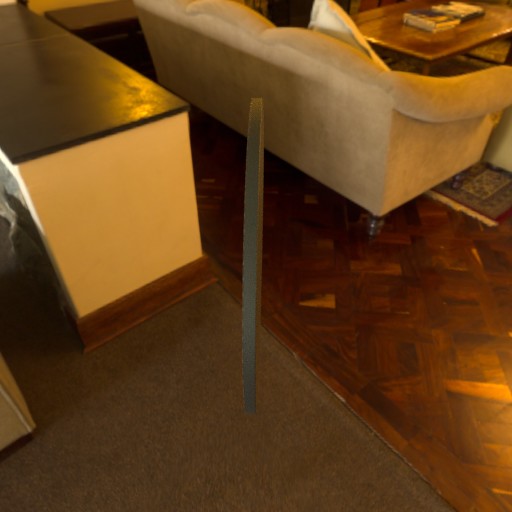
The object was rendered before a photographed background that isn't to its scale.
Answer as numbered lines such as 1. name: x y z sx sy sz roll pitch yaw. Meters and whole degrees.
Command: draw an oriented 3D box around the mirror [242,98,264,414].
1. mirror: 0.000 0.000 1.606 0.036 1.077 1.077 1 42 1
